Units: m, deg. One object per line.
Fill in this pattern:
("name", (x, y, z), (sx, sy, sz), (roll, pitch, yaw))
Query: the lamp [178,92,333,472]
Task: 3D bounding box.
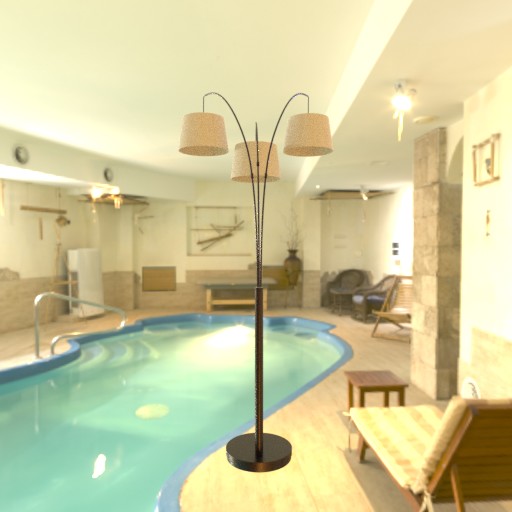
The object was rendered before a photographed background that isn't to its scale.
("lamp", (0.000, 0.000, 2.451), (0.951, 1.950, 0.924), (0, 2, 0))
